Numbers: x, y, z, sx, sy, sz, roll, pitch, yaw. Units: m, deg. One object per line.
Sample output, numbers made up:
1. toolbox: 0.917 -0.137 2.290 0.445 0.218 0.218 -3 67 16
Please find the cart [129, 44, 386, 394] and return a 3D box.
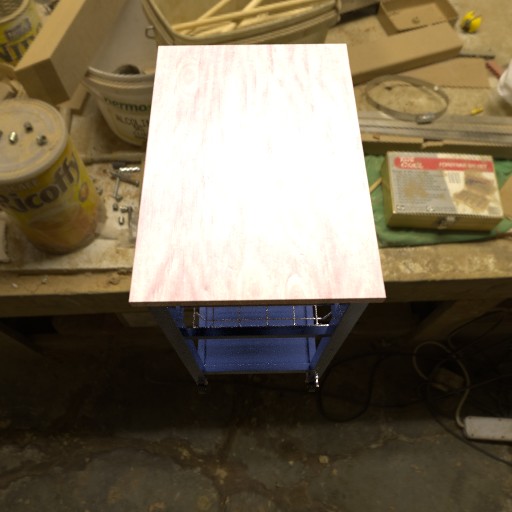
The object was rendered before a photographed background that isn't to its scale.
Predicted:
1. cart: 0.000 0.000 1.185 0.403 0.839 0.584 -1 64 0
